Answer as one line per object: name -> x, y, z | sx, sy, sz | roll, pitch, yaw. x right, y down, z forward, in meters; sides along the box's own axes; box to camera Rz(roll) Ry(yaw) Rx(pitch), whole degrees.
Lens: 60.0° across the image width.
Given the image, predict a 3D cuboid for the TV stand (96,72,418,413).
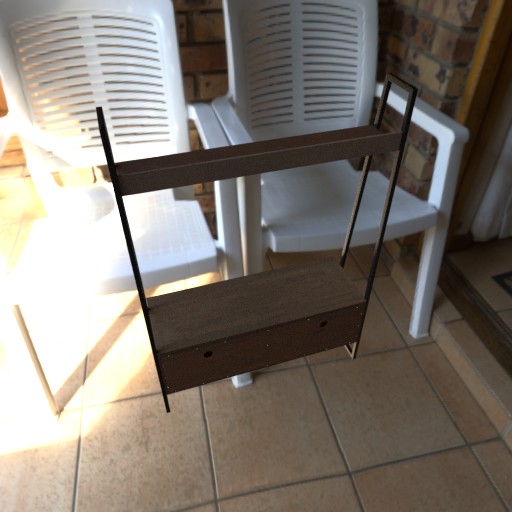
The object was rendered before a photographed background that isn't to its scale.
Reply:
TV stand -> 0.000, 0.000, 2.358 | 1.250, 1.772, 0.432 | -12, 41, -14
